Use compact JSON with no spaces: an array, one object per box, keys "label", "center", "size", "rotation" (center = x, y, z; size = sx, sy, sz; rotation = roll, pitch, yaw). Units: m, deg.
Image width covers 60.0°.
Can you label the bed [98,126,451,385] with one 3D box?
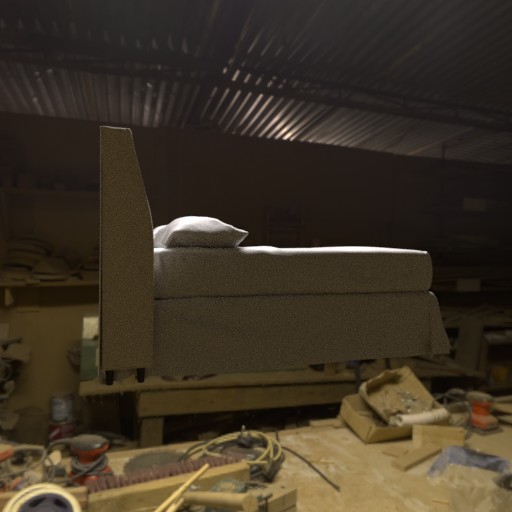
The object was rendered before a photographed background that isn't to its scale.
[{"label":"bed","center":[0.000,0.000,3.450],"size":[2.276,1.332,1.925],"rotation":[0,0,-18]}]
